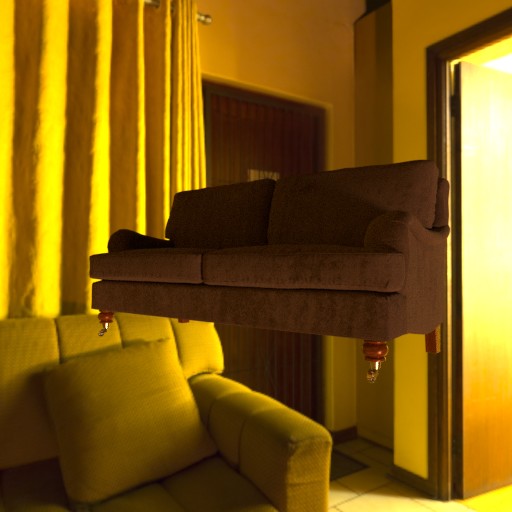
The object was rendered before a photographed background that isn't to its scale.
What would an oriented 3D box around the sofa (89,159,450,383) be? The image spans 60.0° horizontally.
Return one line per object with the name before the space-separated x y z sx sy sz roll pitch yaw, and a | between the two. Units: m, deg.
sofa | 0.000 0.000 2.826 2.165 1.087 1.086 0 -1 37
